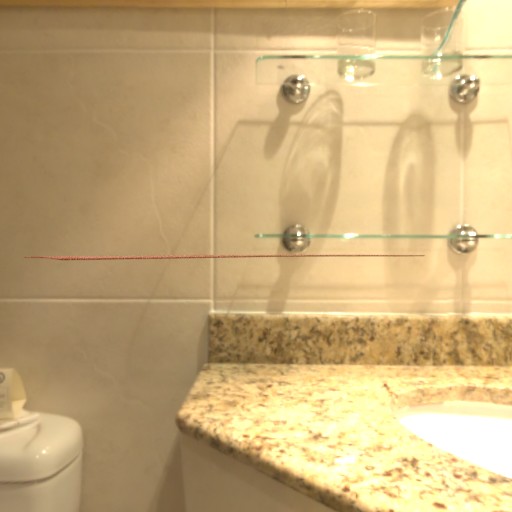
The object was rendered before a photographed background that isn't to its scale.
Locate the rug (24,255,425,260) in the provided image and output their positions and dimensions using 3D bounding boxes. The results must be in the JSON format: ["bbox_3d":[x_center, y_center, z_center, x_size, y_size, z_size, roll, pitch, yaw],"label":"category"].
[{"bbox_3d":[0.000,0.000,2.622,2.353,0.013,0.718,0,1,-36],"label":"rug"}]
